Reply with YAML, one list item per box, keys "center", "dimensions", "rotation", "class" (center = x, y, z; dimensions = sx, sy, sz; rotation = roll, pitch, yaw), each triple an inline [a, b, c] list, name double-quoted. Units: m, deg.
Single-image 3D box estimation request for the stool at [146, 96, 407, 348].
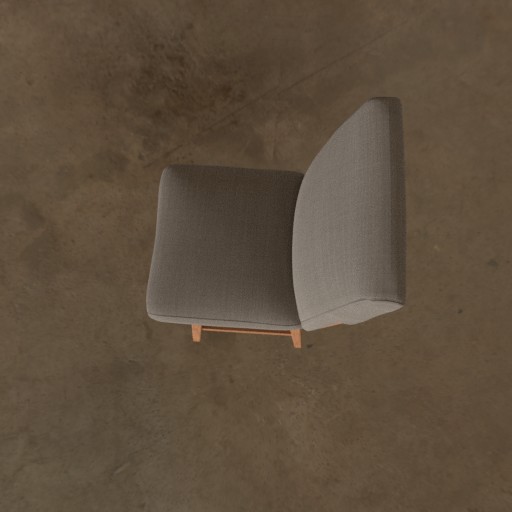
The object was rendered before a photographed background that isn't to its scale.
- center: [0.000, 0.000, 1.350]
  dimensions: [0.570, 1.112, 0.483]
  rotation: [3, 76, 1]
  class: "stool"
